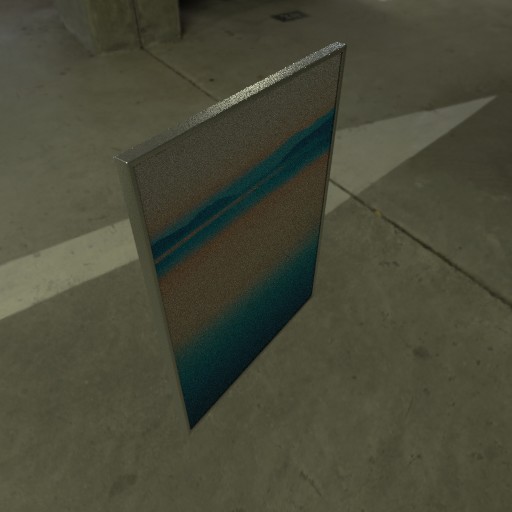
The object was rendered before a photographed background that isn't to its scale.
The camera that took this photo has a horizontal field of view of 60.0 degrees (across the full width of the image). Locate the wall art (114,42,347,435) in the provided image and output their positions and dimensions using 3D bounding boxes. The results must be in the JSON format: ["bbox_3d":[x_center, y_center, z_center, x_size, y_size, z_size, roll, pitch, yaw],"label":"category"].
[{"bbox_3d":[0.000,0.000,1.387,0.037,1.062,0.801,28,50,26],"label":"wall art"}]
